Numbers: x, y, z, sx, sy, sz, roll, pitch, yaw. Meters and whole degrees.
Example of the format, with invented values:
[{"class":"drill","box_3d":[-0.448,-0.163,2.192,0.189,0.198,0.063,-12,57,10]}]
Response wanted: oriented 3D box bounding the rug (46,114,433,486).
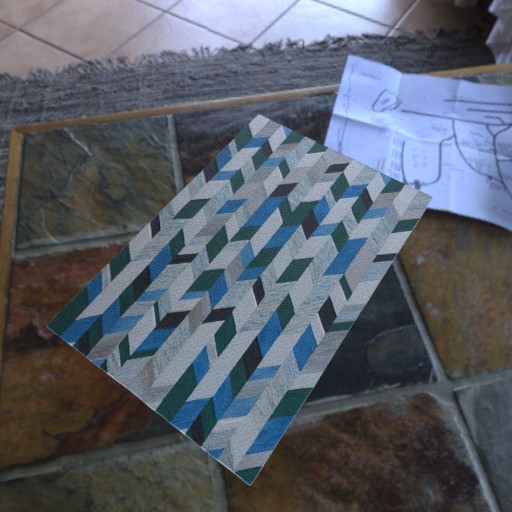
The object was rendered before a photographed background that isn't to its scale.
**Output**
[{"class":"rug","box_3d":[0.000,0.000,2.362,1.229,0.005,1.827,31,64,17]}]
